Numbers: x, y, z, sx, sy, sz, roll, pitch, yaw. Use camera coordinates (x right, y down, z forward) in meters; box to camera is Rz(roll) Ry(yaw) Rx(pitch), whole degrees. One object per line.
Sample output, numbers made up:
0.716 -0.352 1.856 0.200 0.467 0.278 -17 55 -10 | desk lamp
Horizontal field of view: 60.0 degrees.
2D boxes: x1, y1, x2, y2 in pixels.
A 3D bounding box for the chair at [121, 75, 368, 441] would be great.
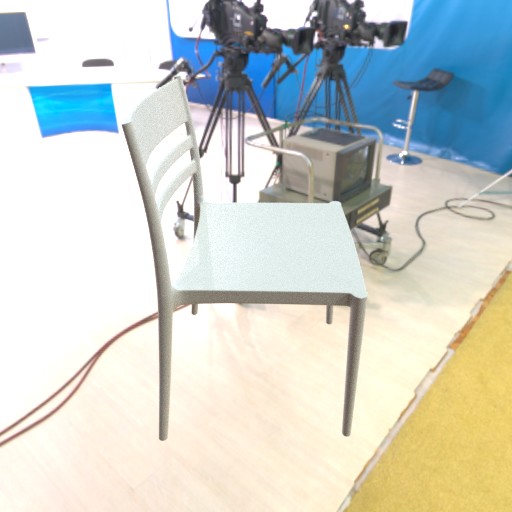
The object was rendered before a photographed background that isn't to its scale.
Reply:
0.000 0.000 1.143 0.511 0.800 0.531 1 31 2 | chair
